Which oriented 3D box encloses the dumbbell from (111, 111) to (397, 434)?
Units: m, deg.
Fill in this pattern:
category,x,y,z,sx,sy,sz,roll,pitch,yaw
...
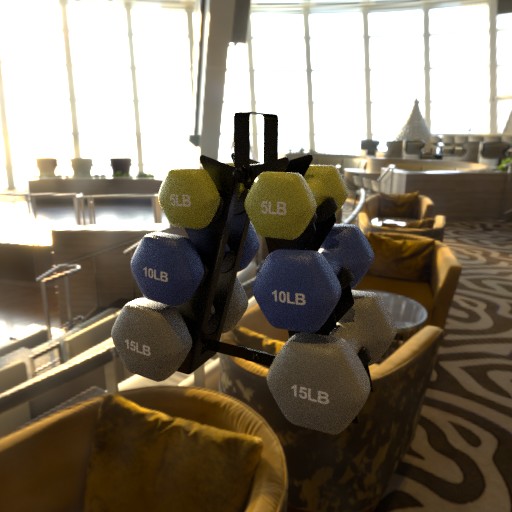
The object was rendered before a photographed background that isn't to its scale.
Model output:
category,x,y,z,sx,sy,sz,roll,pitch,yaw
dumbbell,0.000,0.000,0.694,0.416,0.426,0.261,8,17,26
